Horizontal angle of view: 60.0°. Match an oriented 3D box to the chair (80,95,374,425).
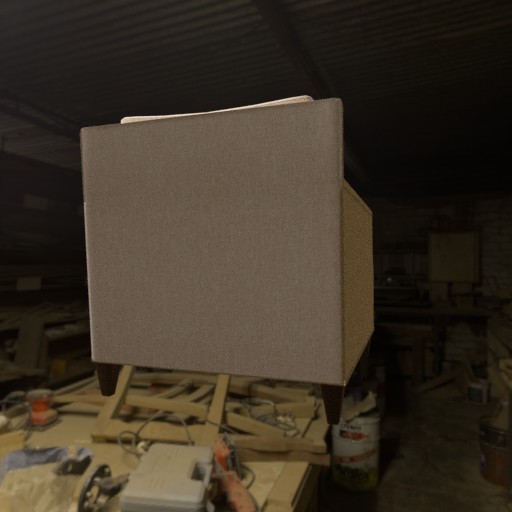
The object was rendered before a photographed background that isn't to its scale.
[{"bbox_3d":[0.000,0.000,1.763,0.838,0.940,1.041,0,0,19],"label":"chair"}]
